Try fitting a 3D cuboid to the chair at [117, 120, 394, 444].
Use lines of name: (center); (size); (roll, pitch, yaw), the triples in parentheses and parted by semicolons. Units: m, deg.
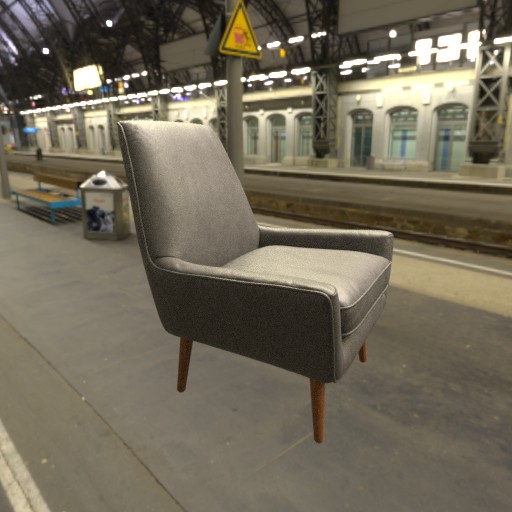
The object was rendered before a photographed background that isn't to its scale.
chair: (0.000, 0.000, 1.511); (0.822, 0.888, 0.787); (7, 16, 26)
